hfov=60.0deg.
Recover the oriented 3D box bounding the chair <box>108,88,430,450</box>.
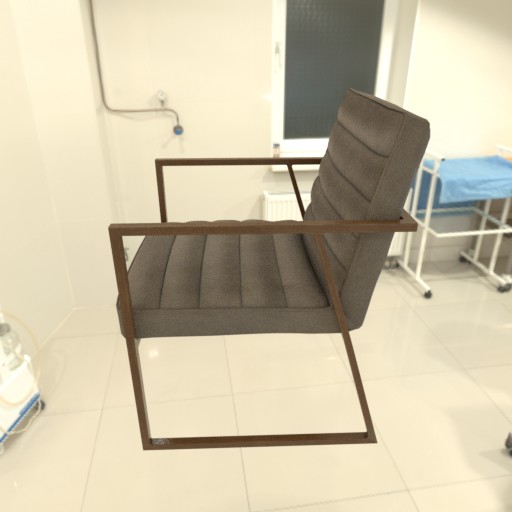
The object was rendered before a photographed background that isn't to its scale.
[{"bbox_3d":[0.000,0.000,1.245,0.682,0.843,0.578,-1,26,-2],"label":"chair"}]
